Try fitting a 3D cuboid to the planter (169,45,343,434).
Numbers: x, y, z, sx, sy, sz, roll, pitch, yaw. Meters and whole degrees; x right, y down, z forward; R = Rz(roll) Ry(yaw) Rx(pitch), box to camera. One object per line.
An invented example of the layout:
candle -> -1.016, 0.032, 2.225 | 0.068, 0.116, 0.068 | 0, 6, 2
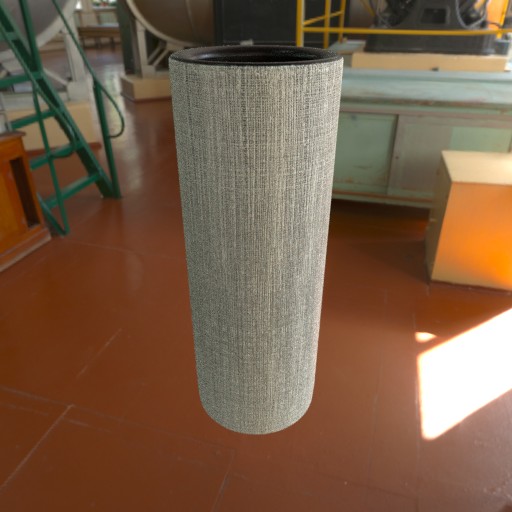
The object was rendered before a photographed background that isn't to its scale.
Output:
planter -> 0.000, 0.000, 0.323 | 0.100, 0.270, 0.100 | -22, 37, -33
